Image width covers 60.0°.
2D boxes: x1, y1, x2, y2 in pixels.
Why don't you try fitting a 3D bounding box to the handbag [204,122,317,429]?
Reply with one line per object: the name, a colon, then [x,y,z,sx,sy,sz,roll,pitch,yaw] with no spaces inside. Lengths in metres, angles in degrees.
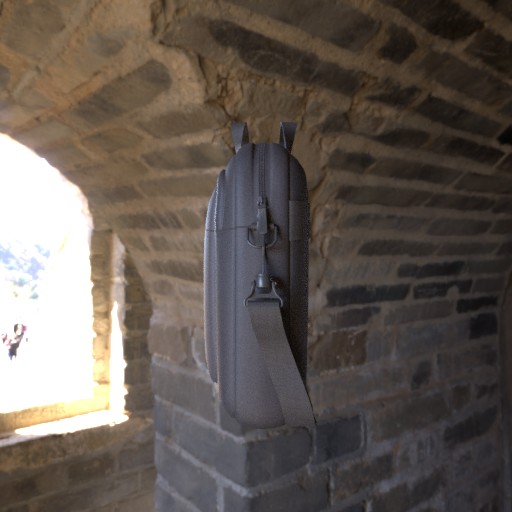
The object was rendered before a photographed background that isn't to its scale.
handbag: [0.000,0.000,0.593,0.126,0.330,0.429,0,0,2]
